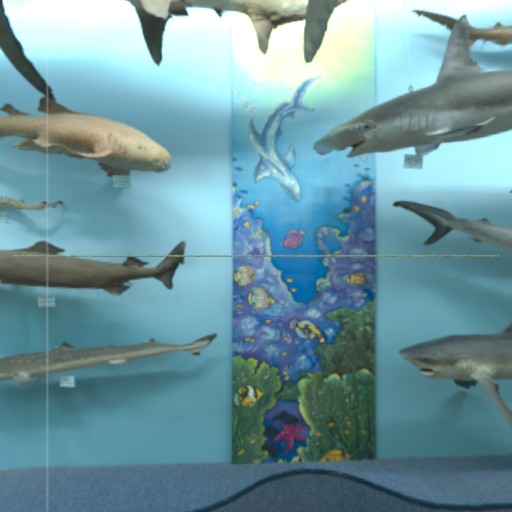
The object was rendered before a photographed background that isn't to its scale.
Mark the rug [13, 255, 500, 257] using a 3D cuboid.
[{"bbox_3d":[0.000,0.000,2.161,1.747,0.006,1.143,0,0,0],"label":"rug"}]
